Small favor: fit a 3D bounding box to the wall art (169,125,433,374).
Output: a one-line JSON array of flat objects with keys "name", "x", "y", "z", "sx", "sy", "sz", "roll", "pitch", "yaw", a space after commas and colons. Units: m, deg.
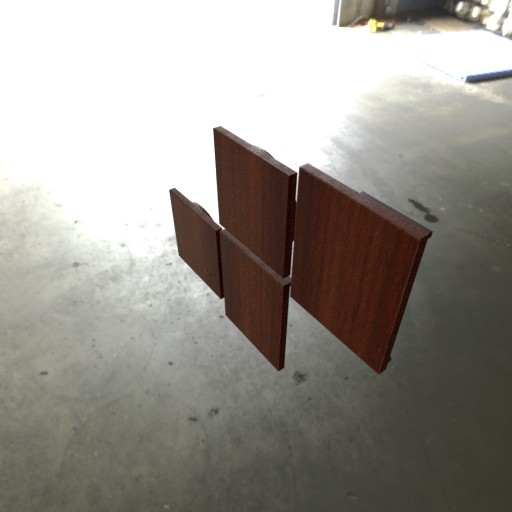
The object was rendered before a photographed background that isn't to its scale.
[{"name": "wall art", "x": 0.000, "y": 0.000, "z": 0.845, "sx": 0.030, "sy": 0.497, "sz": 0.635, "roll": -26, "pitch": 47, "yaw": -27}]
